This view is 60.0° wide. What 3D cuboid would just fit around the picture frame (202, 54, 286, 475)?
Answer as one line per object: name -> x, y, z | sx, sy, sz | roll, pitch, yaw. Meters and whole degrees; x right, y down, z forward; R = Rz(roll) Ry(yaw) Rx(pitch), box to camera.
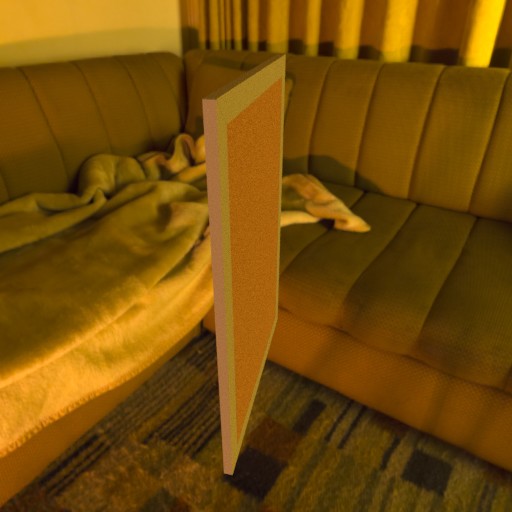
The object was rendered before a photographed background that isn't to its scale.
picture frame -> 0.000, 0.000, 0.588 | 0.011, 0.459, 0.326 | 6, 31, 11
